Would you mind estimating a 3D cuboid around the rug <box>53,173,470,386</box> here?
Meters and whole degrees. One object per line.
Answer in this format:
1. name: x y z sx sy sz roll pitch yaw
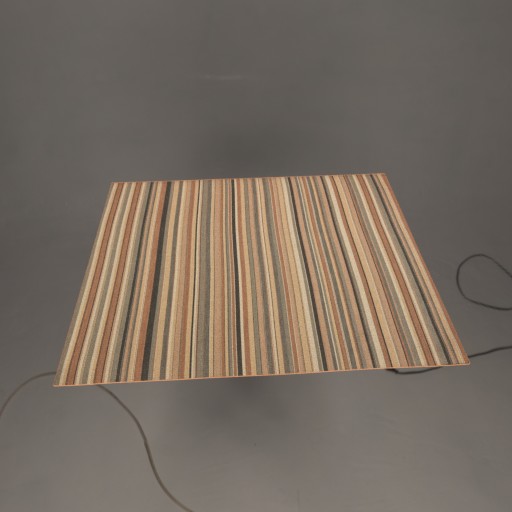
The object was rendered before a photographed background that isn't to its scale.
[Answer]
1. rug: 0.000 0.000 4.074 3.045 0.011 2.436 -2 46 -2
